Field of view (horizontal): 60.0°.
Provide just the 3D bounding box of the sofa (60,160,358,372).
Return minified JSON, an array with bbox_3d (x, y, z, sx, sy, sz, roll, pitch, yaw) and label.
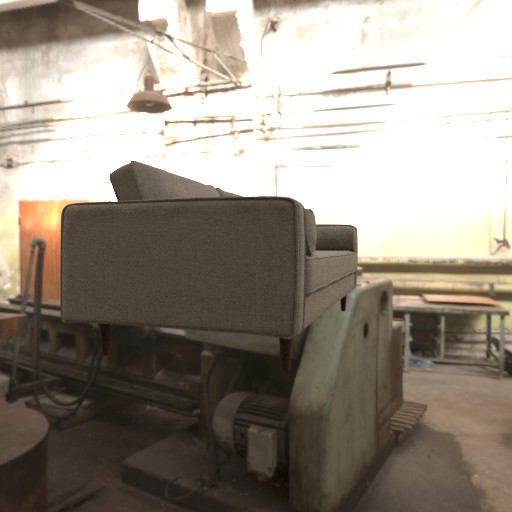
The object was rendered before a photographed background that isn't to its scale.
[{"bbox_3d":[0.000,0.000,2.353,0.914,0.762,1.879,0,1,18],"label":"sofa"}]
